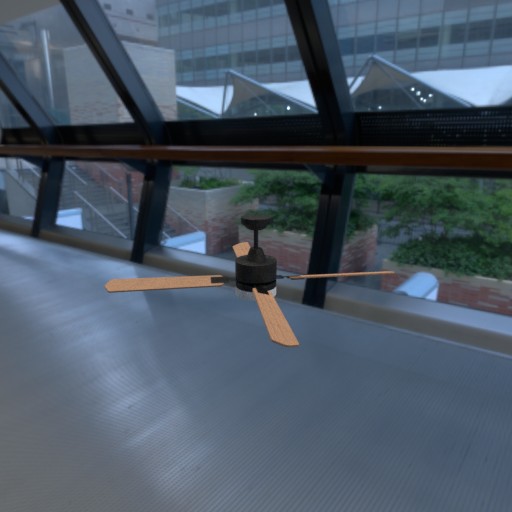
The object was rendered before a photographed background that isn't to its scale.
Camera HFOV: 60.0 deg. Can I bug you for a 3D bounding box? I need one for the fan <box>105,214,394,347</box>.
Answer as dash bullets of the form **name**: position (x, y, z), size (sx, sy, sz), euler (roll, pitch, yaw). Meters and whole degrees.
- **fan**: position (0.000, 0.000, 1.982), size (1.320, 0.355, 1.320), euler (-2, 16, -8)
